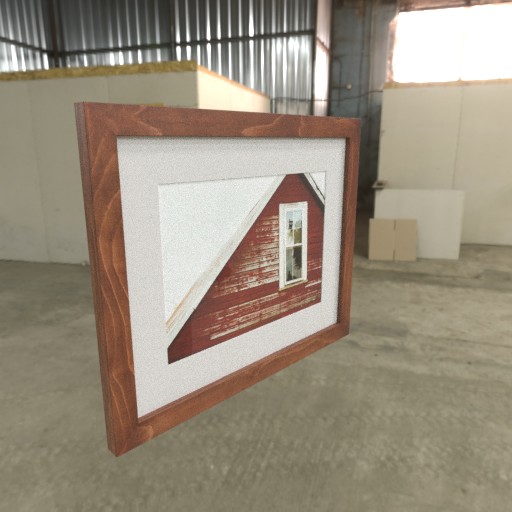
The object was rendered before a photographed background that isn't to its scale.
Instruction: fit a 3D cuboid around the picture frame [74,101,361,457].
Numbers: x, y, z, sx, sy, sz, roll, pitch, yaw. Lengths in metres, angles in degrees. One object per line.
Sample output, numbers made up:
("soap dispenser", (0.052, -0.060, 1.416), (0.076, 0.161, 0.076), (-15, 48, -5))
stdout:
("picture frame", (0.000, 0.000, 0.743), (0.025, 0.457, 0.559), (14, 20, 43))
